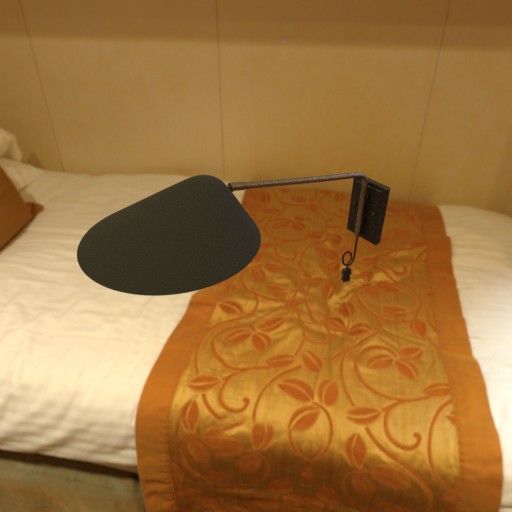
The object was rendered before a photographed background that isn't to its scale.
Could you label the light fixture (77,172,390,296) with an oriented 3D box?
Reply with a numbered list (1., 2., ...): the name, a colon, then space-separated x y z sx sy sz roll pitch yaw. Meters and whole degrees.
1. light fixture: 0.000 0.000 0.704 0.516 0.312 0.240 -21 40 -28
